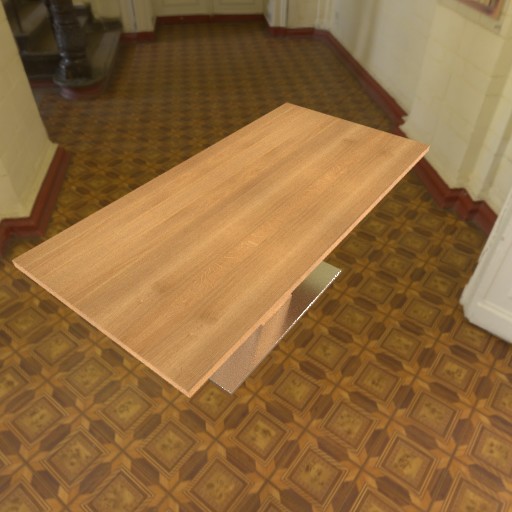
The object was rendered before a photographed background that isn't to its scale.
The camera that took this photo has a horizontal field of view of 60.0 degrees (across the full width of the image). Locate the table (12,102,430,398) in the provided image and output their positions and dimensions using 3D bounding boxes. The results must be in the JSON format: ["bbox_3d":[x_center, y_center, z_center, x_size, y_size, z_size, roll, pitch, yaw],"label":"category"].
[{"bbox_3d":[0.000,0.000,2.222,0.900,0.750,1.800,27,48,27],"label":"table"}]
